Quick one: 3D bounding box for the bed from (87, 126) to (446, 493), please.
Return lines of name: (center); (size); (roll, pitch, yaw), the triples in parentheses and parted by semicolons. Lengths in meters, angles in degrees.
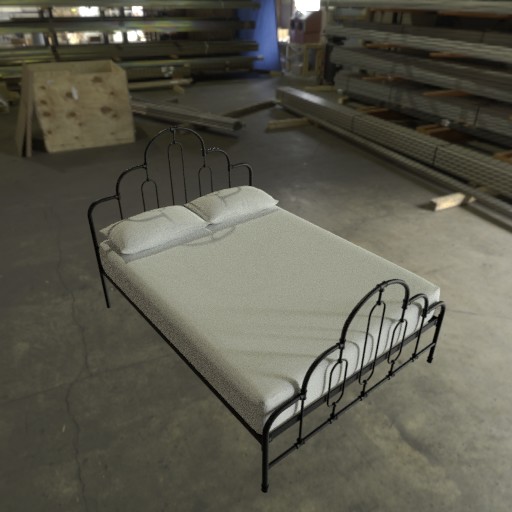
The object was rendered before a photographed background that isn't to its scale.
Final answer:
bed: (0.000, 0.000, 3.224); (1.626, 1.444, 2.181); (-22, 37, -33)
